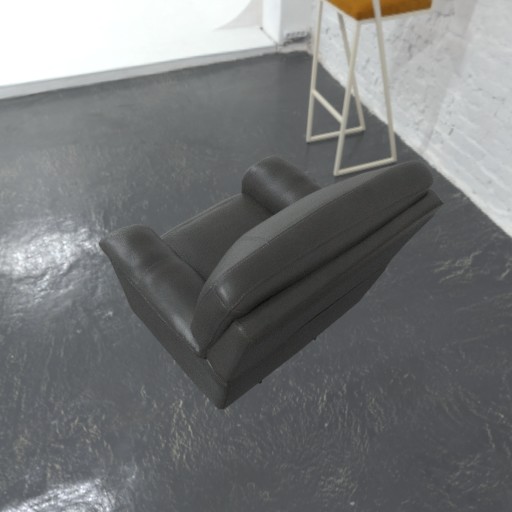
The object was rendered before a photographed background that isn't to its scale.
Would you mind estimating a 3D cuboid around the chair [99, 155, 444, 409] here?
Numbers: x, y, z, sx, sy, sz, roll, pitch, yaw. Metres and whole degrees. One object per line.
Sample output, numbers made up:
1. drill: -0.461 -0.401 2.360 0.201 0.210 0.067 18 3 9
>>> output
1. chair: 0.000 0.000 2.051 1.096 1.109 1.087 -32 53 -27
